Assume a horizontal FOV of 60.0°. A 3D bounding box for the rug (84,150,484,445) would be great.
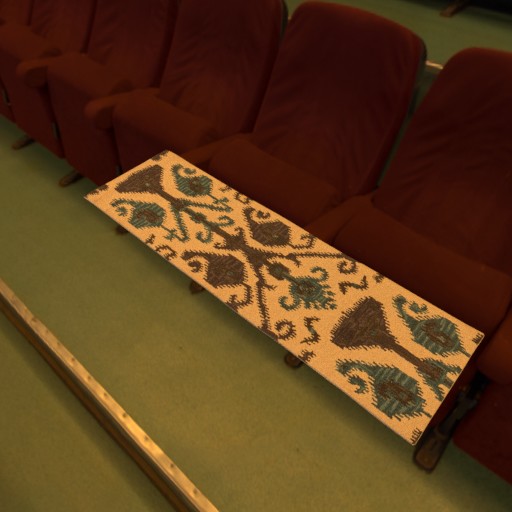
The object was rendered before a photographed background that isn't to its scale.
[{"bbox_3d":[0.000,0.000,2.450,2.301,0.017,0.692,33,56,27],"label":"rug"}]
